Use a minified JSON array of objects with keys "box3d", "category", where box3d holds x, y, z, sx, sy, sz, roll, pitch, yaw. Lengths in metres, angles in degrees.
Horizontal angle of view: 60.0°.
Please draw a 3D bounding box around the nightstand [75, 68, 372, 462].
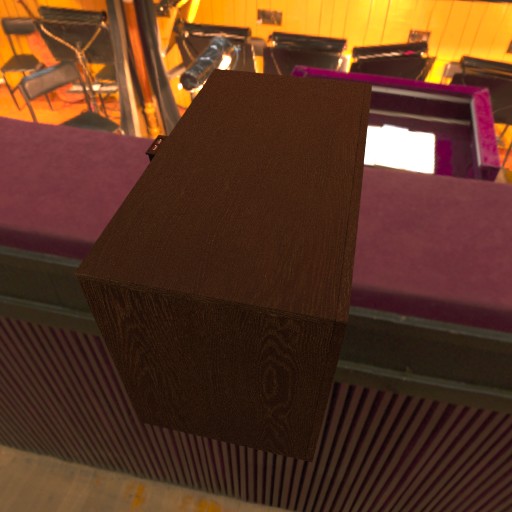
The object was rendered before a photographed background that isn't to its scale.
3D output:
[{"box3d":[0.000,0.000,1.146,0.457,0.612,0.775,9,47,9],"category":"nightstand"}]
